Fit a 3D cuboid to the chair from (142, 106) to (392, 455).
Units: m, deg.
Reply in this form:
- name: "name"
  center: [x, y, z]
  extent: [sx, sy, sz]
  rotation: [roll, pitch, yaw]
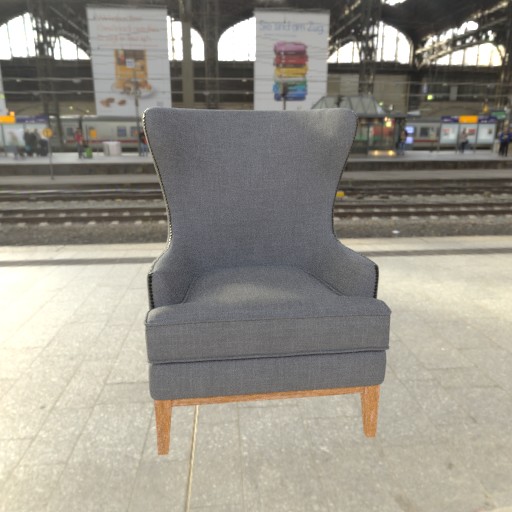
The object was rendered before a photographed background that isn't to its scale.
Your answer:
- name: "chair"
  center: [0.000, 0.000, 1.807]
  extent: [0.864, 1.176, 0.883]
  rotation: [-2, 15, -7]
